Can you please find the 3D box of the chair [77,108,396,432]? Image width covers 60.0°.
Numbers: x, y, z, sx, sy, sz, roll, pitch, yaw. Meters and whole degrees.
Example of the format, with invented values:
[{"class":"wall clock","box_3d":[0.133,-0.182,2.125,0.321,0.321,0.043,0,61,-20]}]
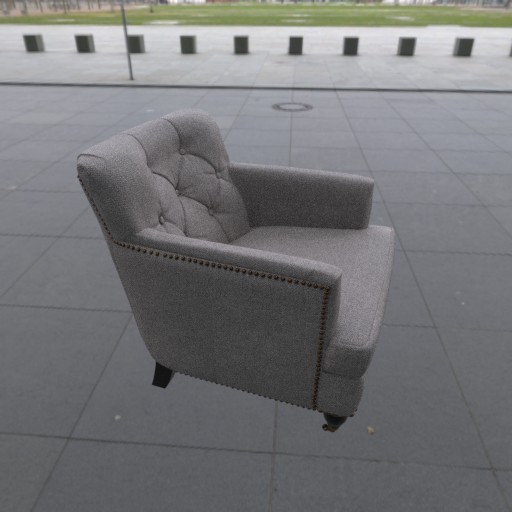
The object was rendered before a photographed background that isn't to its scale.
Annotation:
[{"class":"chair","box_3d":[0.000,0.000,1.526,0.902,0.823,0.737,10,32,17]}]
